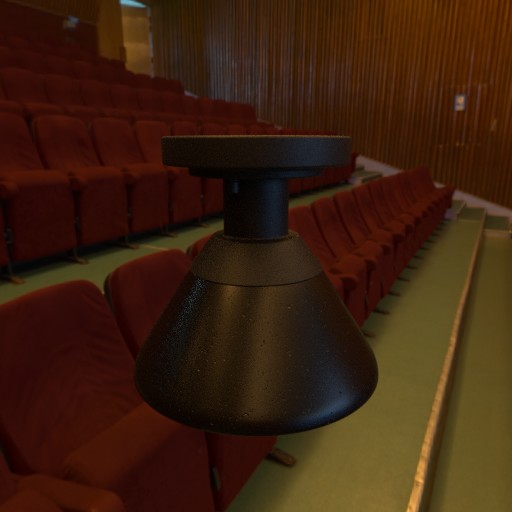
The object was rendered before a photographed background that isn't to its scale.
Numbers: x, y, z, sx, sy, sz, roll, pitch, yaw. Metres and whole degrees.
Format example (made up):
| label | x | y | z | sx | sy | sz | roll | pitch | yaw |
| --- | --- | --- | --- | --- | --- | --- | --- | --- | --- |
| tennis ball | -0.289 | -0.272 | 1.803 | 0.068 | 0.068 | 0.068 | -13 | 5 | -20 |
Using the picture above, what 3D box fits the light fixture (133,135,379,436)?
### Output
| label | x | y | z | sx | sy | sz | roll | pitch | yaw |
| --- | --- | --- | --- | --- | --- | --- | --- | --- | --- |
| light fixture | 0.000 | 0.000 | 0.353 | 0.200 | 0.183 | 0.200 | 0 | 14 | 0 |
